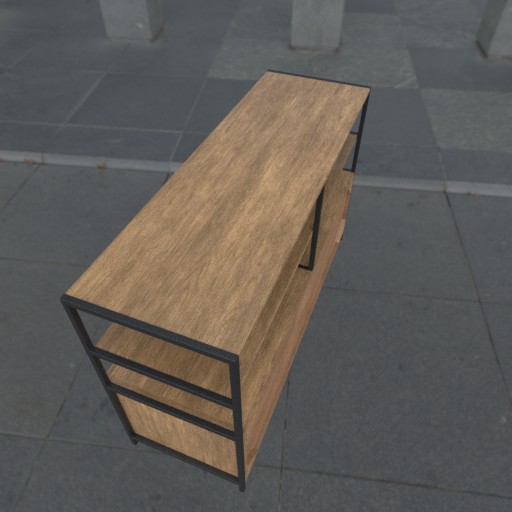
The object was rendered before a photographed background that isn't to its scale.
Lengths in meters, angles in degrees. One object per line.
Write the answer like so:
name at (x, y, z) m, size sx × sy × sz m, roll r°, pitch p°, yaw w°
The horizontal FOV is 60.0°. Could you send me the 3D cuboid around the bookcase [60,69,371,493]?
bookcase at (0.000, 0.000, 1.443) m, size 0.391 × 0.712 × 1.149 m, roll 16°, pitch 48°, yaw 15°
